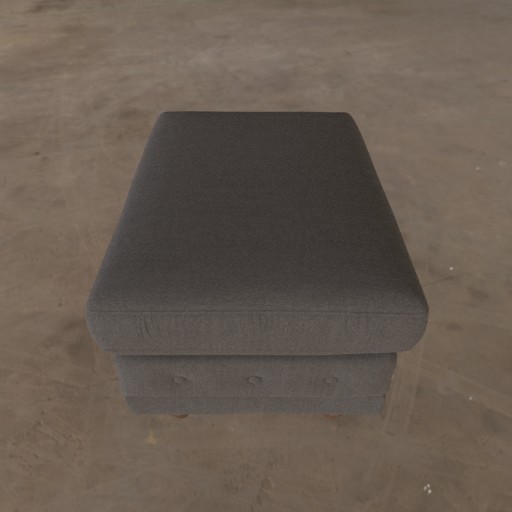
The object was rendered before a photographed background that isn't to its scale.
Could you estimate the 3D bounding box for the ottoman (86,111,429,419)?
[{"bbox_3d":[0.000,0.000,1.112,0.569,0.500,0.771,0,41,0],"label":"ottoman"}]
